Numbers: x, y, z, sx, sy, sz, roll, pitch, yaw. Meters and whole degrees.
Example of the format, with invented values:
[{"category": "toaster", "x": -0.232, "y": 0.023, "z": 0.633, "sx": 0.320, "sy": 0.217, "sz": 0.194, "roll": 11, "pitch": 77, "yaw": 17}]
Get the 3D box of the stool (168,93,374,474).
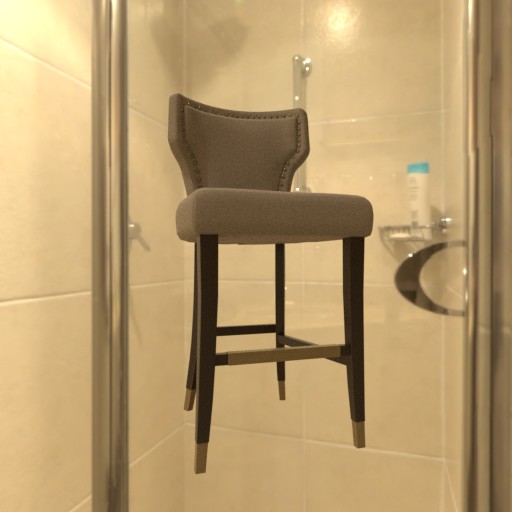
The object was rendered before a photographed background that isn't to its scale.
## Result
[{"category": "stool", "x": 0.000, "y": 0.000, "z": 1.418, "sx": 0.526, "sy": 1.092, "sz": 0.563, "roll": 0, "pitch": 0, "yaw": -19}]
